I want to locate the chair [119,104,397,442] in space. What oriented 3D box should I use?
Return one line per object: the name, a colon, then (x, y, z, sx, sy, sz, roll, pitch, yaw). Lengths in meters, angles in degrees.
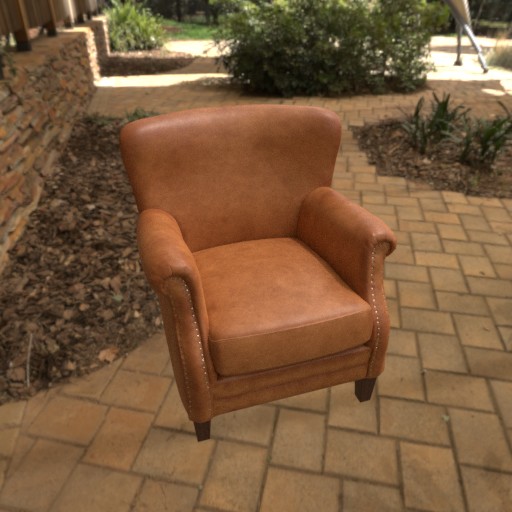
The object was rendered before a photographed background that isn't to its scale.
chair: (0.000, 0.000, 1.681, 0.861, 0.936, 0.921, -9, 32, -15)
